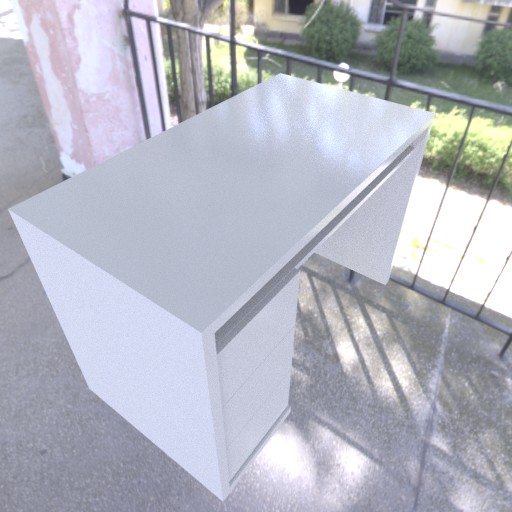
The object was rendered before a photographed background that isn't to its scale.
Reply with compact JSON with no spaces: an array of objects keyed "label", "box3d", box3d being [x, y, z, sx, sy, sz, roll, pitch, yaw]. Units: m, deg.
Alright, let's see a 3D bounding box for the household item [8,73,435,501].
[{"label":"household item","box3d":[0.000,0.000,1.459,0.597,0.749,1.100,27,48,27]}]
